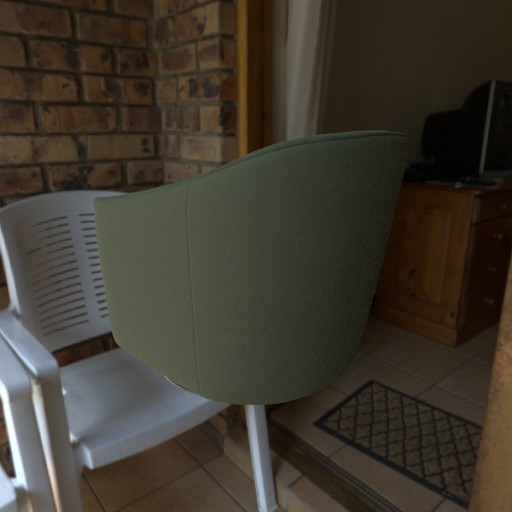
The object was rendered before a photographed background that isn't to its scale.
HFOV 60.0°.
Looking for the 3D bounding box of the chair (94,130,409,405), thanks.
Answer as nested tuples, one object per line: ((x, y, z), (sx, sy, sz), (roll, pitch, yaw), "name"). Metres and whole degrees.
((0.000, 0.000, 1.457), (0.875, 0.799, 0.747), (15, 22, 42), "chair")
